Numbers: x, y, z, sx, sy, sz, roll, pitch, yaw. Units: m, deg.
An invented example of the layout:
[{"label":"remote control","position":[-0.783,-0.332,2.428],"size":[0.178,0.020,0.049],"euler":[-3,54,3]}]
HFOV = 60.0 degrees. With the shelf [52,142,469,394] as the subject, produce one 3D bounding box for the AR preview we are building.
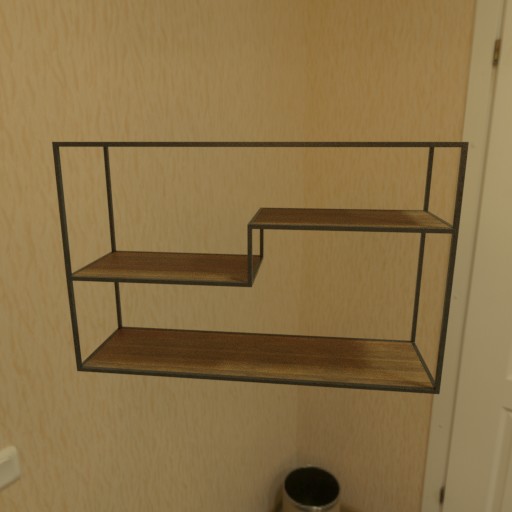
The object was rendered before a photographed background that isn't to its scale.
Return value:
[{"label":"shelf","position":[0.000,0.000,1.533],"size":[1.201,0.765,0.361],"euler":[2,15,7]}]
